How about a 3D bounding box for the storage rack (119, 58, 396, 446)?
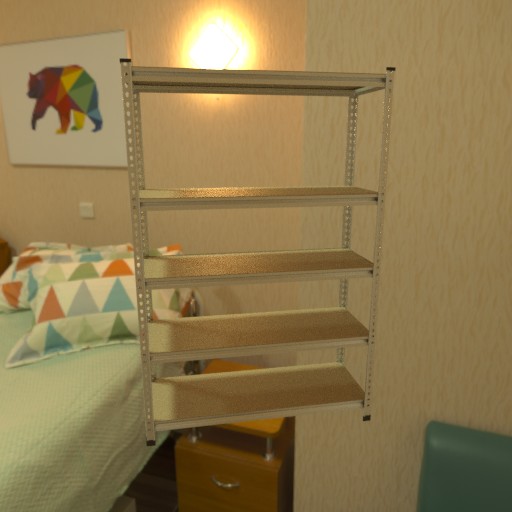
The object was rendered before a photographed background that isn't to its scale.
[{"bbox_3d":[0.000,0.000,2.352,1.219,1.829,0.457,-3,14,-10],"label":"storage rack"}]
